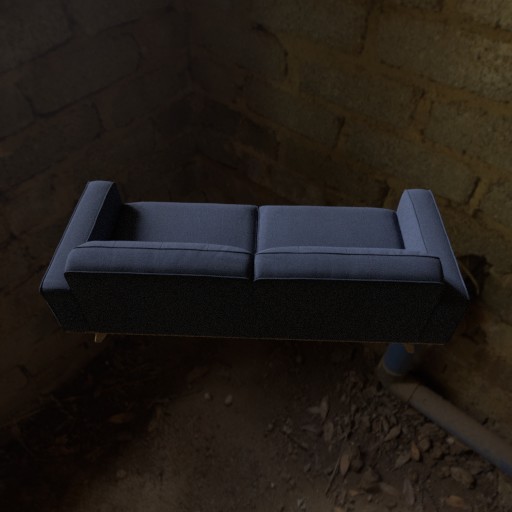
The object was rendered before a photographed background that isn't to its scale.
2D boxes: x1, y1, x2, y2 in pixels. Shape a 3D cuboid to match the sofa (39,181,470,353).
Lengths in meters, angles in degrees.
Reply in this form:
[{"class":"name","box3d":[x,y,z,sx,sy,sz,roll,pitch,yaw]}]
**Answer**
[{"class":"sofa","box3d":[0.000,0.000,2.720,2.270,0.782,0.953,2,48,1]}]
